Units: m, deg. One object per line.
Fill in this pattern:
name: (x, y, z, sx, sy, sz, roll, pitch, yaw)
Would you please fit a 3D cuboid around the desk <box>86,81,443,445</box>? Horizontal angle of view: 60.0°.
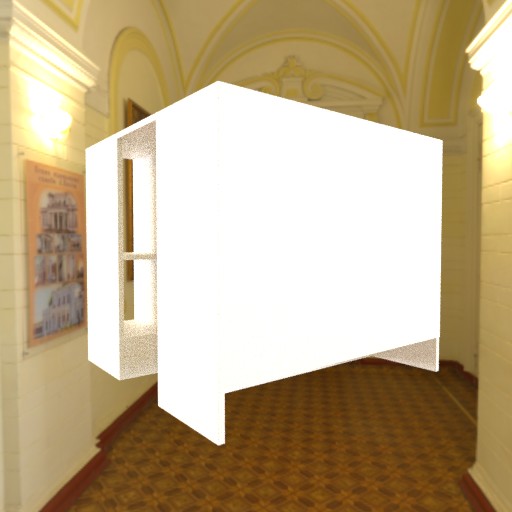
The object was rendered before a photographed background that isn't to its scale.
desk: (0.000, 0.000, 1.645, 0.940, 0.818, 0.926, -2, 2, -38)
